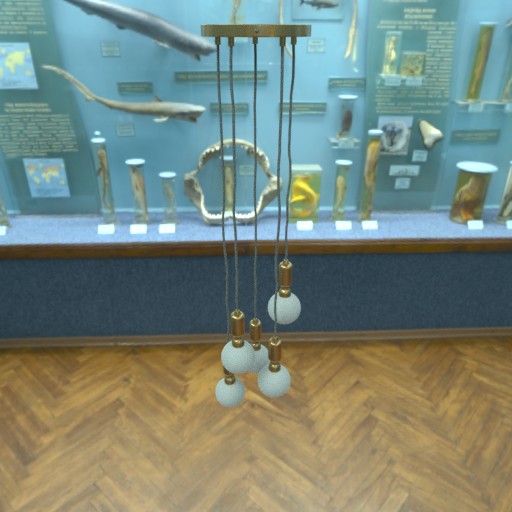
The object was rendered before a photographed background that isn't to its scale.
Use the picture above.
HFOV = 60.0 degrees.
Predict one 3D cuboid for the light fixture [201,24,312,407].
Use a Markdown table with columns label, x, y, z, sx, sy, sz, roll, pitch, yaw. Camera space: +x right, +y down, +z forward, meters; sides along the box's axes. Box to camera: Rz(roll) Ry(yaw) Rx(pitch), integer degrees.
| label | x | y | z | sx | sy | sz | roll | pitch | yaw |
| --- | --- | --- | --- | --- | --- | --- | --- | --- | --- |
| light fixture | 0.000 | 0.000 | 0.493 | 0.108 | 0.457 | 0.105 | -1 | 27 | -1 |
